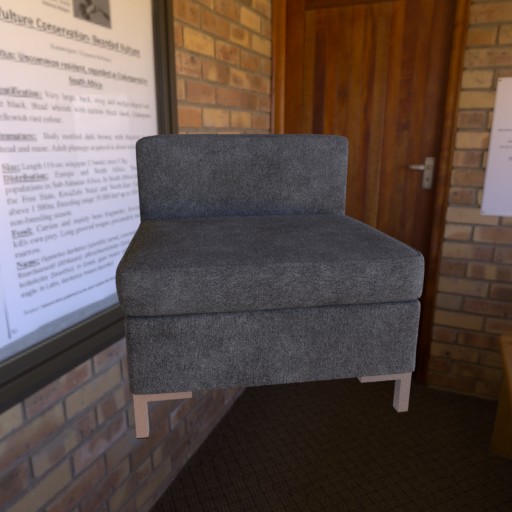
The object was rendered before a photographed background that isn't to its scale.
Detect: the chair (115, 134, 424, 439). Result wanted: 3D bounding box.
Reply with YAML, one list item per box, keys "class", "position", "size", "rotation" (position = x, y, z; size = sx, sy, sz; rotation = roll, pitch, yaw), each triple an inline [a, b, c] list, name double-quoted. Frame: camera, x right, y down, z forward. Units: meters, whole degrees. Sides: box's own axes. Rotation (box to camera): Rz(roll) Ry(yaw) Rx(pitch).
- class: "chair"
  position: [0.000, 0.000, 1.242]
  size: [0.680, 0.660, 0.680]
  rotation: [-2, 16, -9]
